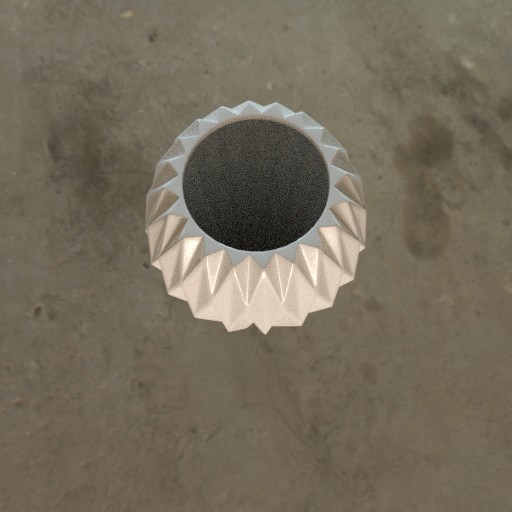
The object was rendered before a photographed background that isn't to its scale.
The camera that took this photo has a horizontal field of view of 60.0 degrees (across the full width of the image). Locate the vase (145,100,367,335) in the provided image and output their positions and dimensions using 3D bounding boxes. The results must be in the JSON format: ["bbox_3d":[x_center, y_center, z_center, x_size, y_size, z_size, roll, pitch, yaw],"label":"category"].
[{"bbox_3d":[0.000,0.000,0.337,0.133,0.263,0.133,0,74,0],"label":"vase"}]
